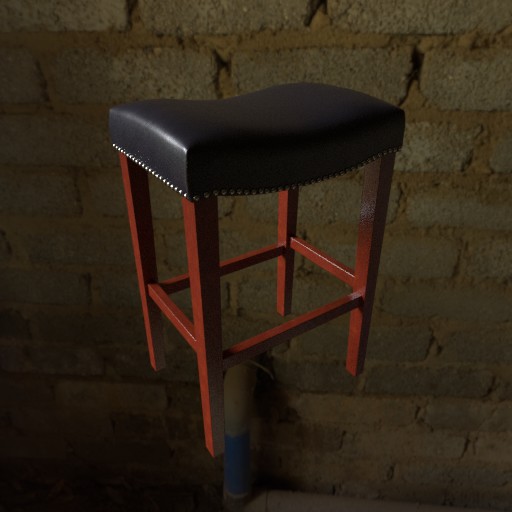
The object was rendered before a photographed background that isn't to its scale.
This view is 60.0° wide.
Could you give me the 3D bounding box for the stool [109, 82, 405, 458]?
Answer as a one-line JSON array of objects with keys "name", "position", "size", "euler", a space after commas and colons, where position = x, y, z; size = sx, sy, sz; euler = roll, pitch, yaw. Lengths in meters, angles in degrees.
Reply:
[{"name": "stool", "position": [0.000, 0.000, 1.072], "size": [0.504, 0.742, 0.372], "euler": [-19, 35, -29]}]
